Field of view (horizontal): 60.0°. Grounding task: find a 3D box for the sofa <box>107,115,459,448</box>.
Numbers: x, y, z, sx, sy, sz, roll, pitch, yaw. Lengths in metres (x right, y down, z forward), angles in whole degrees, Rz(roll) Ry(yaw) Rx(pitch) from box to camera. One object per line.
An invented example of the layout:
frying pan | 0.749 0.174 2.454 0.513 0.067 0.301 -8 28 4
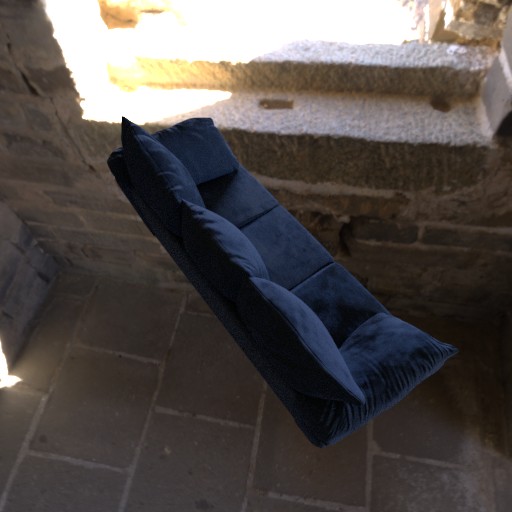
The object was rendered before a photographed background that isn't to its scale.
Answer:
sofa | 0.000 0.000 2.833 0.907 1.091 2.390 -32 63 -19
